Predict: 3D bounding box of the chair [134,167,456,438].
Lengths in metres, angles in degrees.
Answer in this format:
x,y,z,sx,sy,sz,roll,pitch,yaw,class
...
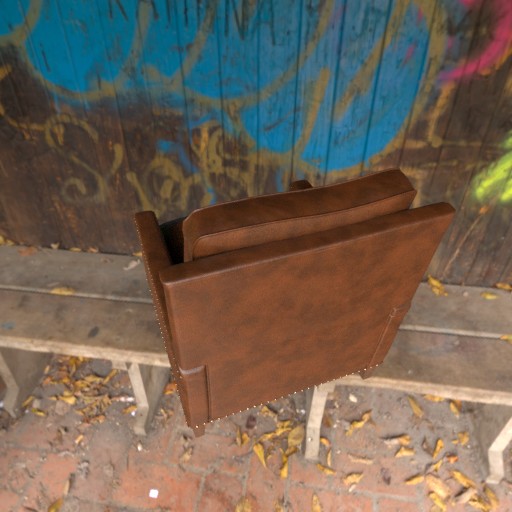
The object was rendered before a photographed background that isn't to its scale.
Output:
x,y,z,sx,sy,sz,roll,pitch,yaw,class
0.000,0.000,1.801,0.854,1.054,1.035,-14,42,-16,chair
